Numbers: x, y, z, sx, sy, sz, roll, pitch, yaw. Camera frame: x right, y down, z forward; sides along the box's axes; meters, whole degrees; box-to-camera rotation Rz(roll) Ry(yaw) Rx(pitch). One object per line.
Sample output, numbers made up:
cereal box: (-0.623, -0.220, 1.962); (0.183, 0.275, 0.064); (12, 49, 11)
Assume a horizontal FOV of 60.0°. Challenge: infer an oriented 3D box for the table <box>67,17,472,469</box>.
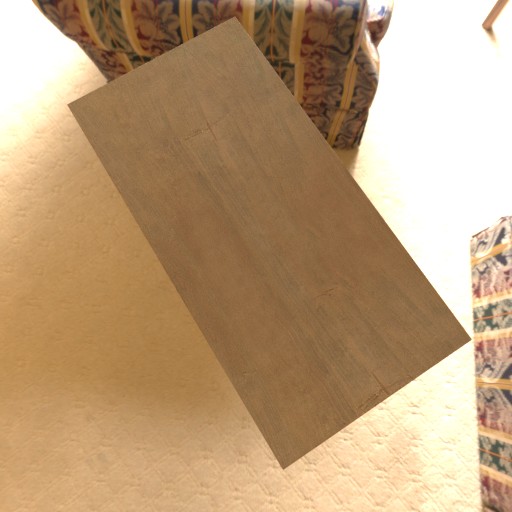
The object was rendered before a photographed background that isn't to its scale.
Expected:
table: (0.000, 0.000, 1.613); (0.556, 0.914, 1.119); (-31, 78, -7)
